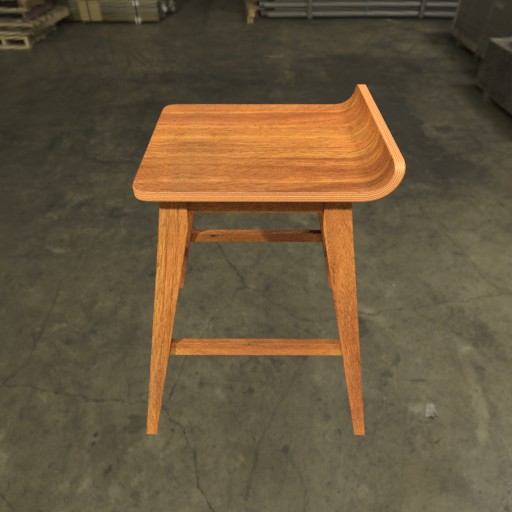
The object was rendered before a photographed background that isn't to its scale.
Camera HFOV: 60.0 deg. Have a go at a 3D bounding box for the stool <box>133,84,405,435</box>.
[{"bbox_3d":[0.000,0.000,0.994,0.500,0.650,0.500,0,41,0],"label":"stool"}]
